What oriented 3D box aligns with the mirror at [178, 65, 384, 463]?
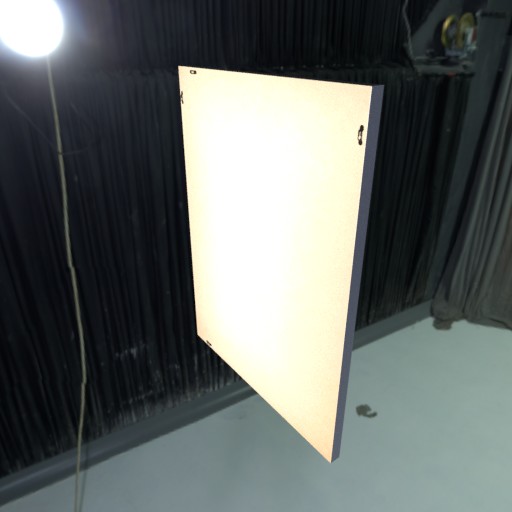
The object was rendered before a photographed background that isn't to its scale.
[{"bbox_3d":[0.000,0.000,1.329,0.040,1.016,0.762,-18,32,-32],"label":"mirror"}]
